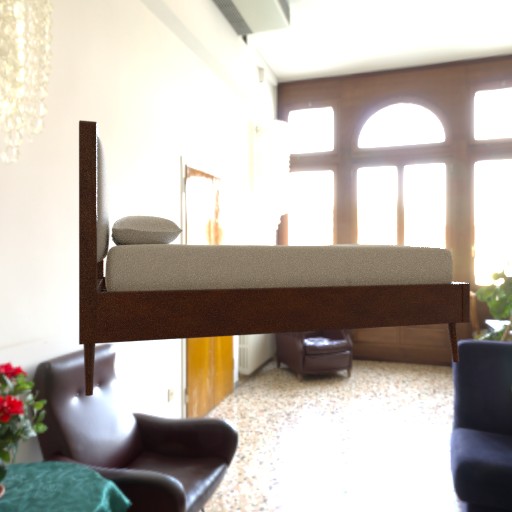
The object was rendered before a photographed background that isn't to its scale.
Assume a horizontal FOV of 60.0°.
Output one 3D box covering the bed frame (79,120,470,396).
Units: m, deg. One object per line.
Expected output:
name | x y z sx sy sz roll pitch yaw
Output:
bed frame | 0.000 0.000 3.069 2.171 1.279 1.587 0 0 -18
